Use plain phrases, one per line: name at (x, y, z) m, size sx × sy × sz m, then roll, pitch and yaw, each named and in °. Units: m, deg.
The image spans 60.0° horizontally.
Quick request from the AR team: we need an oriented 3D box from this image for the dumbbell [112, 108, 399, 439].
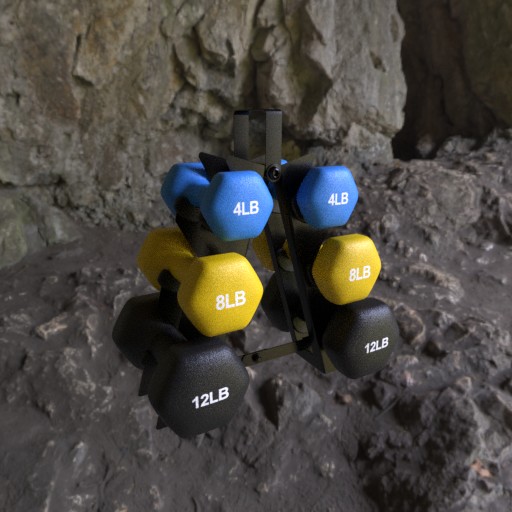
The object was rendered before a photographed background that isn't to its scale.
dumbbell at (0.000, 0.000, 0.678) m, size 0.409 × 0.426 × 0.255 m, roll -9°, pitch 19°, yaw -28°
